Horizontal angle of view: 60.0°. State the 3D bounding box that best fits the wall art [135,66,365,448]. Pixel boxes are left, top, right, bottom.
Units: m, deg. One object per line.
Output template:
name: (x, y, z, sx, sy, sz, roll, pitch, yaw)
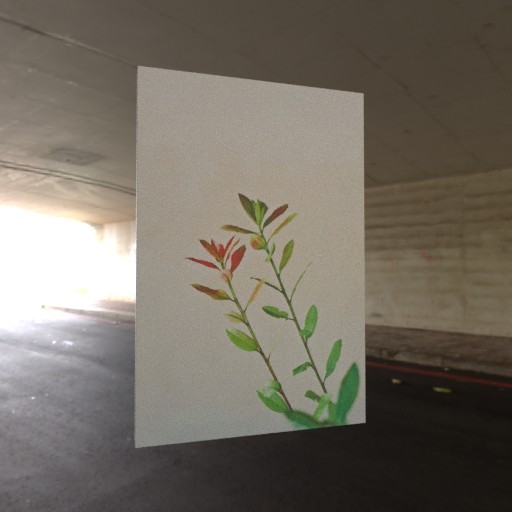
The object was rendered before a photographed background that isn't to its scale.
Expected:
wall art: (0.000, 0.000, 0.782, 0.408, 0.611, 0.038, 0, -2, -16)
